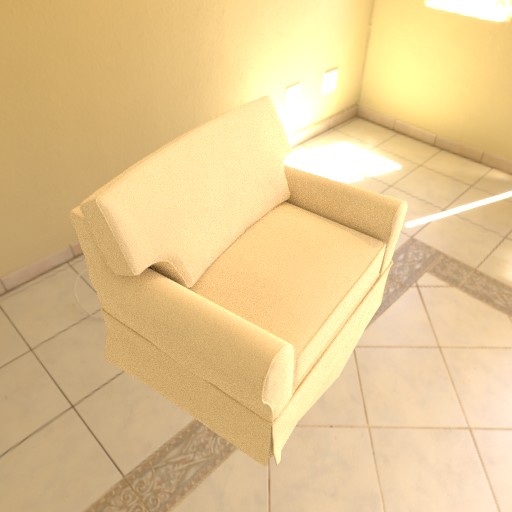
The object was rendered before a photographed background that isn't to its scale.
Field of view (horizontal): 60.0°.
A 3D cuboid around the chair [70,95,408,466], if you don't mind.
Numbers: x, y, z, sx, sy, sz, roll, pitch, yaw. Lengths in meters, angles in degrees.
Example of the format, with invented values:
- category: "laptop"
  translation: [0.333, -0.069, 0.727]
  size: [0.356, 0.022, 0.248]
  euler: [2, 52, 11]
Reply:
- category: "chair"
  translation: [0.000, 0.000, 1.822]
  size: [0.904, 0.958, 1.099]
  euler: [26, 48, 26]
